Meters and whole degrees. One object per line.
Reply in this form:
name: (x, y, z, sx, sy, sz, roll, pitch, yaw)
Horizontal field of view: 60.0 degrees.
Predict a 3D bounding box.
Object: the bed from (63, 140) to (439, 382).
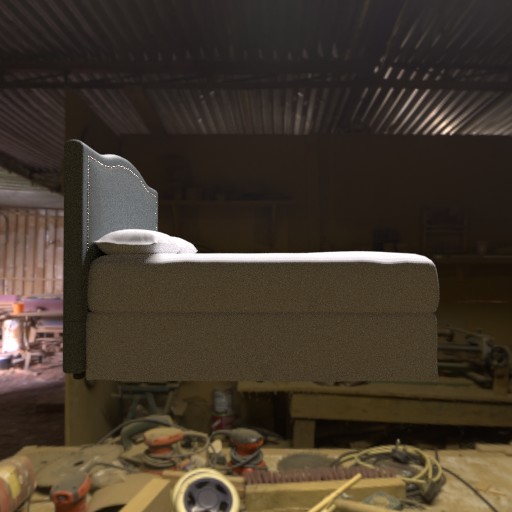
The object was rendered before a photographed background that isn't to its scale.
bed: (0.000, 0.000, 3.321, 2.143, 1.460, 1.753, 0, -1, 1)
